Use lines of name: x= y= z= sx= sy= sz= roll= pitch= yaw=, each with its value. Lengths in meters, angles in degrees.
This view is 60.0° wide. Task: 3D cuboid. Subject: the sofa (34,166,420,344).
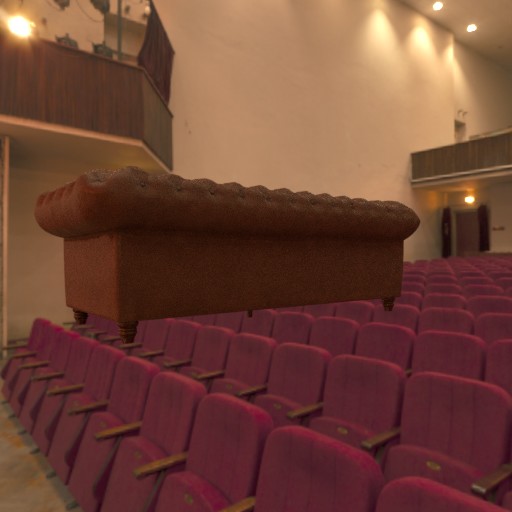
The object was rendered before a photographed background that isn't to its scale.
sofa: x=0.000 y=0.000 z=2.791 sx=2.385 sy=0.783 sz=0.944 roll=0 pitch=0 yaw=-38
